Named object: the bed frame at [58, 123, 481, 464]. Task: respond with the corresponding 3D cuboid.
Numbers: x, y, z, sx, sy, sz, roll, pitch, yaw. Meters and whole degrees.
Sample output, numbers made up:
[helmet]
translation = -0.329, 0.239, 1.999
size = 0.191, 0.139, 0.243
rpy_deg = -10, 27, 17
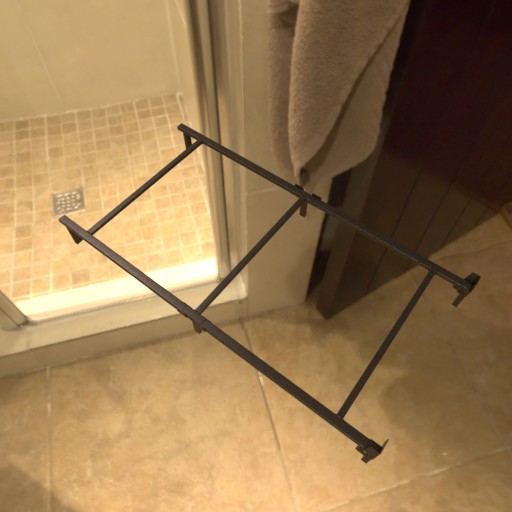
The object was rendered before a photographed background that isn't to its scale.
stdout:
[bed frame]
translation = 0.000, 0.000, 2.268
size = 1.897, 0.248, 0.968
rpy_deg = 33, 62, 20
